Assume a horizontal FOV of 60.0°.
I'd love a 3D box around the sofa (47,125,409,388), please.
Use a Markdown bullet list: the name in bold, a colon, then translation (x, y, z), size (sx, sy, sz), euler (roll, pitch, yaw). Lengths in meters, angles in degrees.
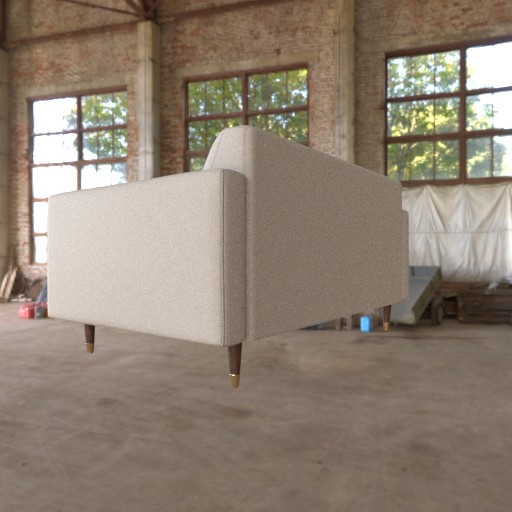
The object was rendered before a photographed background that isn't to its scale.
- **sofa**: translation (0.000, 0.000, 2.106), size (0.950, 0.801, 1.585), euler (0, 1, 37)
